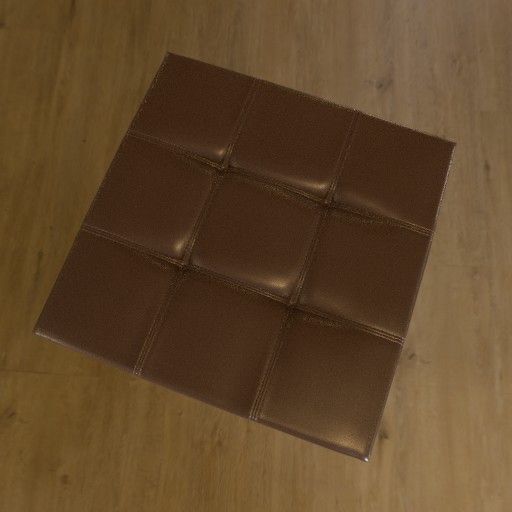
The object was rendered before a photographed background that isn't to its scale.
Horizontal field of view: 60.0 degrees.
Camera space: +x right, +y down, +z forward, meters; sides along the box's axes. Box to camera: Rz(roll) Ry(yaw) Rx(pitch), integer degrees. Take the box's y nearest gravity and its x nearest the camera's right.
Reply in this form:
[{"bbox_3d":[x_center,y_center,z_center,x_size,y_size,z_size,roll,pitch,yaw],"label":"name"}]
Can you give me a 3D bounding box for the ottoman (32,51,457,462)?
[{"bbox_3d":[0.000,0.000,1.234,0.788,0.460,0.787,19,77,5],"label":"ottoman"}]
